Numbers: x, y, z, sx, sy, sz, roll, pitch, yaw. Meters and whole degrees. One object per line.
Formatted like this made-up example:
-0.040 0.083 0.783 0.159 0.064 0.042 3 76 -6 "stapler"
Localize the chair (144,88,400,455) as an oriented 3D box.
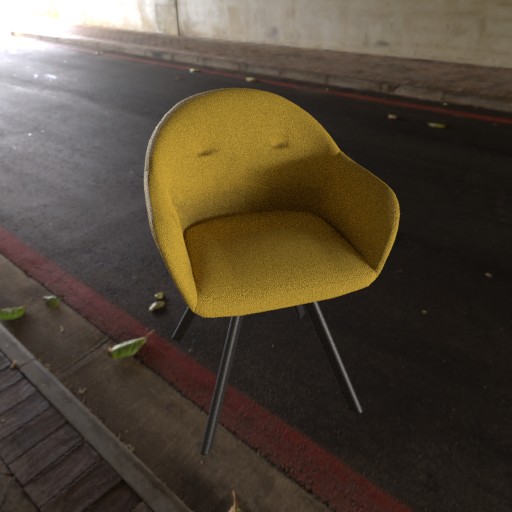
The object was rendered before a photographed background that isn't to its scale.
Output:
0.000 0.000 1.204 0.545 0.775 0.565 -9 33 -14 "chair"
